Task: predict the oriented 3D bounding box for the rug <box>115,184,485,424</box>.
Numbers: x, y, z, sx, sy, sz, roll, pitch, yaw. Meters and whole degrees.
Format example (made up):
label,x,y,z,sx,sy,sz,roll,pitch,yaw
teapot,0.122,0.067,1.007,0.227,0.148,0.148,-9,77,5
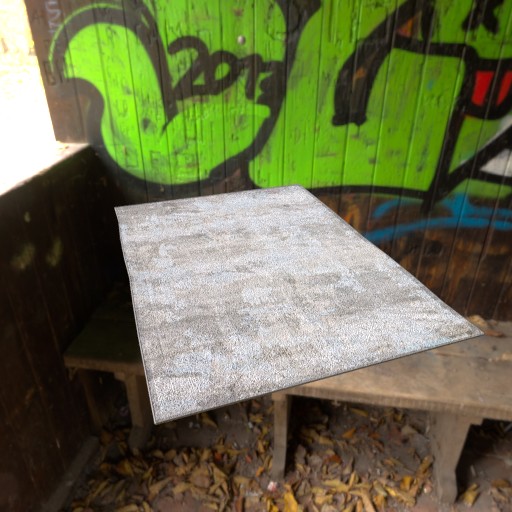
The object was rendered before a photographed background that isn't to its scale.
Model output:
label,x,y,z,sx,sy,sz,roll,pitch,yaw
rug,0.000,0.000,4.236,2.393,0.013,3.307,-10,31,-17
